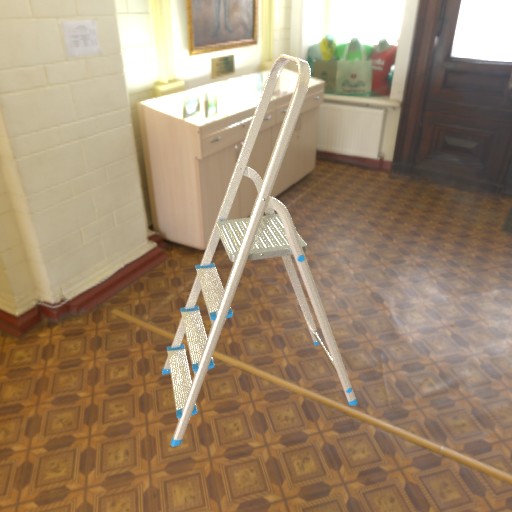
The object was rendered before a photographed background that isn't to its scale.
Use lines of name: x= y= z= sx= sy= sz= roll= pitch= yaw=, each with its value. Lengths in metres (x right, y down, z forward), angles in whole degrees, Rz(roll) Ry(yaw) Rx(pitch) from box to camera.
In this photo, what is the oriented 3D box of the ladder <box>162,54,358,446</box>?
ladder: x=0.000 y=0.000 z=1.742 sx=0.842 sy=1.434 sz=0.445 roll=-8 pitch=31 yaw=-13
